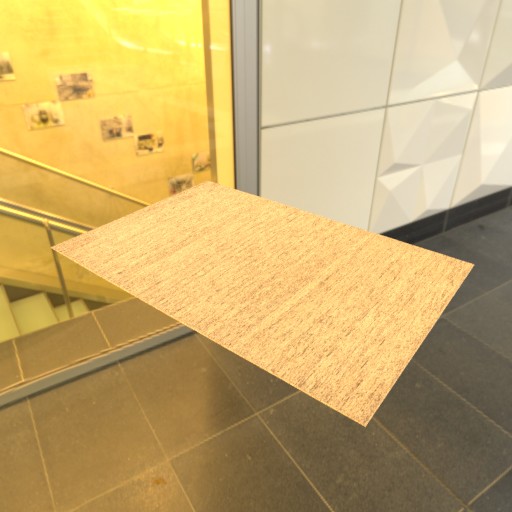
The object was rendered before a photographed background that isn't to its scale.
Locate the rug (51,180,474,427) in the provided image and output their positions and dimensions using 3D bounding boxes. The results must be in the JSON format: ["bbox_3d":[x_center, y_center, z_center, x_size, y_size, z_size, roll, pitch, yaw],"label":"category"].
[{"bbox_3d":[0.000,0.000,2.309,1.840,0.013,1.225,22,38,32],"label":"rug"}]
